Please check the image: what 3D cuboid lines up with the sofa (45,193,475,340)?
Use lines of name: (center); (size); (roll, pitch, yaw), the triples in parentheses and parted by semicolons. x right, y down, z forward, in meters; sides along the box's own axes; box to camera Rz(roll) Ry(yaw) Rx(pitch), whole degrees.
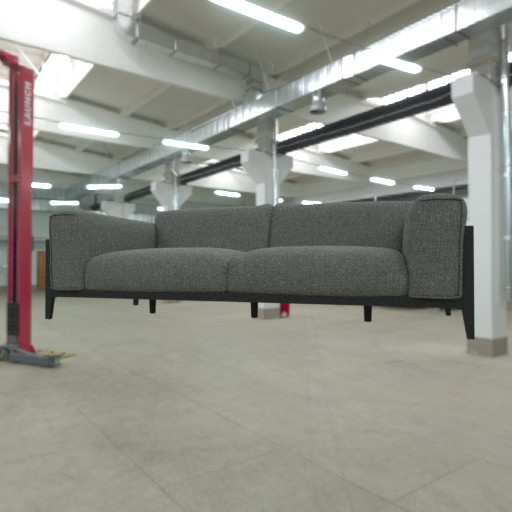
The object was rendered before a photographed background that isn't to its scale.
sofa: (0.000, 0.000, 2.532); (2.125, 0.703, 0.985); (0, -1, 18)
